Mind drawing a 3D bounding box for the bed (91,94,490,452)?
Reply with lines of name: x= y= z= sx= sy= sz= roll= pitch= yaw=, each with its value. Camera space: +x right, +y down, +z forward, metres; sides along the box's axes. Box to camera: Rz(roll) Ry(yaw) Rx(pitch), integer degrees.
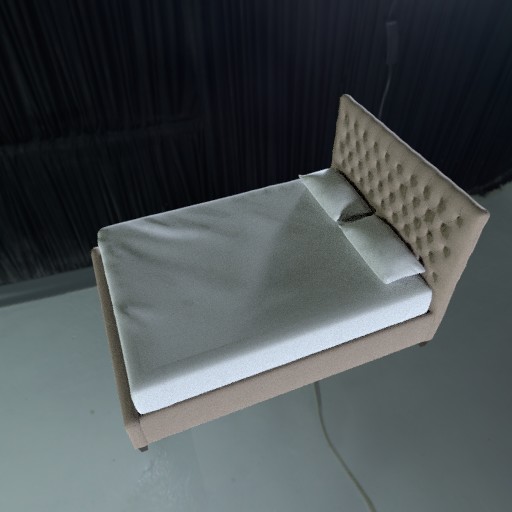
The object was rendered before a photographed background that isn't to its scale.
bed: x=0.000 y=0.000 z=3.355 sx=2.387 sy=1.427 sz=1.698 roll=-16 pitch=47 yaw=-15
